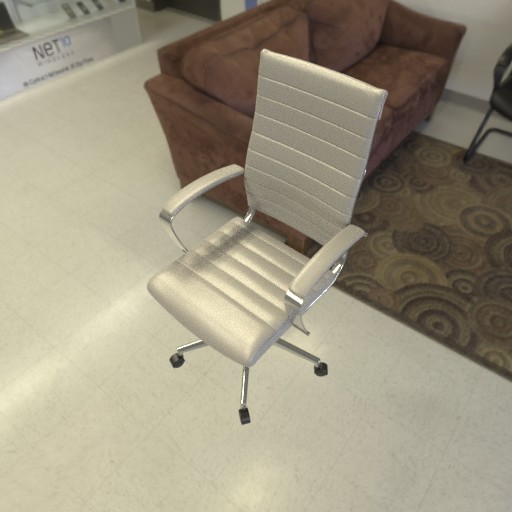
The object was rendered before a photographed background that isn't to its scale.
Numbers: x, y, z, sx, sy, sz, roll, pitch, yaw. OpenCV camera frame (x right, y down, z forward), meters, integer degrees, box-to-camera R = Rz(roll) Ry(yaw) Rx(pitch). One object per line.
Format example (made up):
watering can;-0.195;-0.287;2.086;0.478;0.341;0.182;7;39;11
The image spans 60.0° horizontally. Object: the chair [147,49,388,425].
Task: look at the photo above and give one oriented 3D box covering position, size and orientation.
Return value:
chair;0.000;0.000;1.580;0.679;1.149;0.667;32;55;26
